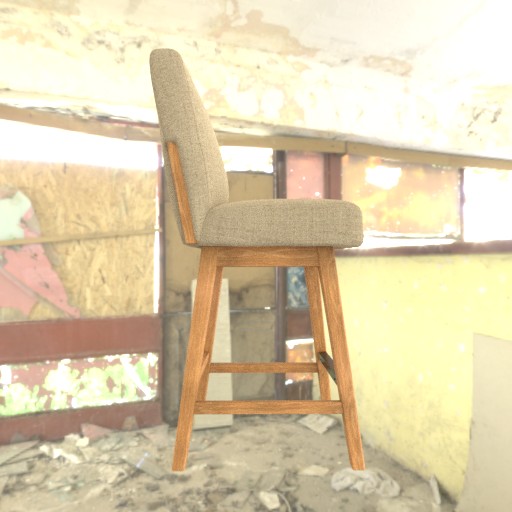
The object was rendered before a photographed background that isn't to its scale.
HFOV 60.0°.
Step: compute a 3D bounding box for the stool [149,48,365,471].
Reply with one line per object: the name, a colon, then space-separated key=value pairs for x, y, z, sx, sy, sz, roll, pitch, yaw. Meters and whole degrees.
stool: x=0.000 y=0.000 z=1.270 sx=0.526 sy=1.010 sz=0.459 roll=0 pitch=-1 yaw=-1
